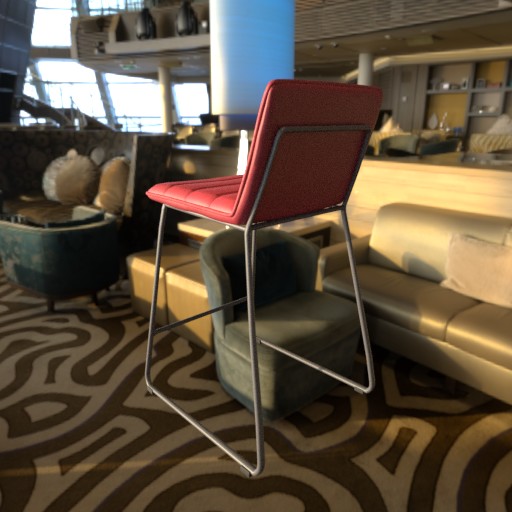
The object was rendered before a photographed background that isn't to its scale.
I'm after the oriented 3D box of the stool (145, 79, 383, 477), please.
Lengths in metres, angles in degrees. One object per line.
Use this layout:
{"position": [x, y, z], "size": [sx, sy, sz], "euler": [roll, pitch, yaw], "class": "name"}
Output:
{"position": [0.000, 0.000, 1.215], "size": [0.489, 0.866, 0.524], "euler": [-16, 23, -41], "class": "stool"}
